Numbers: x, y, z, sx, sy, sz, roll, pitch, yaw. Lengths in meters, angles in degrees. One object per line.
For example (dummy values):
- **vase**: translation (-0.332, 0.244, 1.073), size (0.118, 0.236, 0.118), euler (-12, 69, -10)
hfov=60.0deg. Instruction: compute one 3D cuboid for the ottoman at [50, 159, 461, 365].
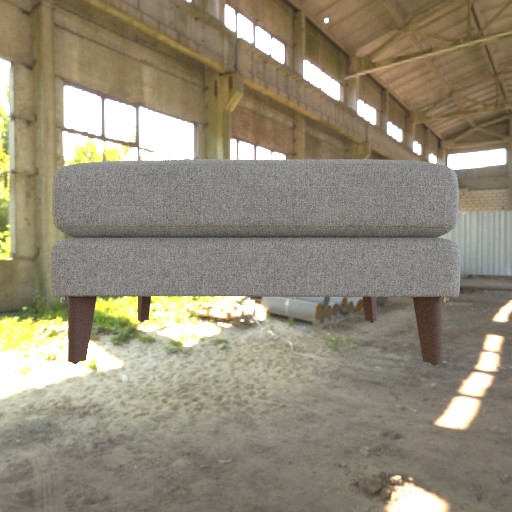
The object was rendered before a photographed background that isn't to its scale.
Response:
- **ottoman**: translation (0.000, 0.000, 1.170), size (0.821, 0.441, 0.611), euler (0, 1, 1)
